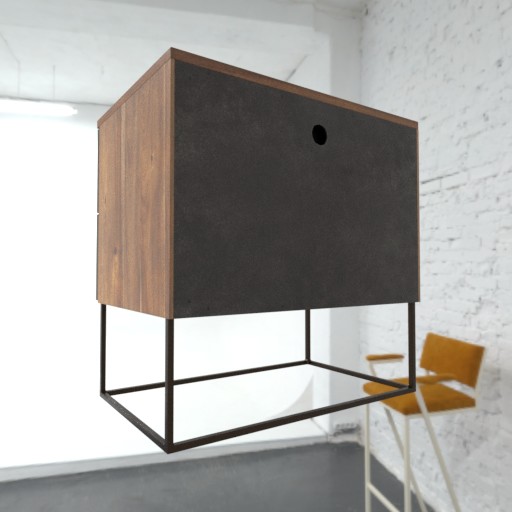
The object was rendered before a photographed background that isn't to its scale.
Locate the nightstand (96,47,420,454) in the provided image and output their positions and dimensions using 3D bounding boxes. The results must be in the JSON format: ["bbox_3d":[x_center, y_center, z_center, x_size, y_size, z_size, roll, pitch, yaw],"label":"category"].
[{"bbox_3d":[0.000,0.000,1.004,0.605,0.611,0.427,1,-2,-34],"label":"nightstand"}]
